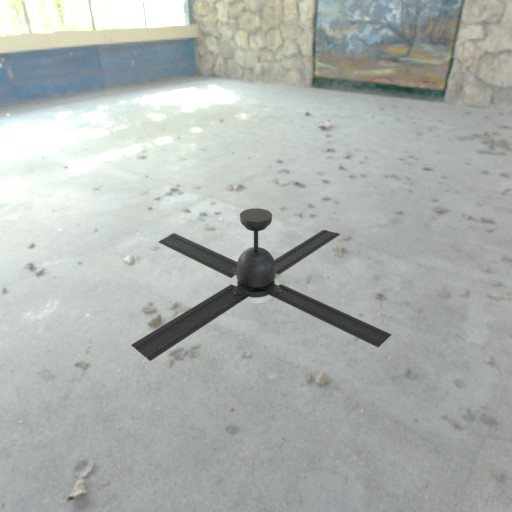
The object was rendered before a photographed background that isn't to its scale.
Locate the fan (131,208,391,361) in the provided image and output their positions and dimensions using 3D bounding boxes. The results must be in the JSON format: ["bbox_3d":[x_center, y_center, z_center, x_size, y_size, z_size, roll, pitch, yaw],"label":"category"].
[{"bbox_3d":[0.000,0.000,2.017,1.319,0.410,1.319,22,37,33],"label":"fan"}]
